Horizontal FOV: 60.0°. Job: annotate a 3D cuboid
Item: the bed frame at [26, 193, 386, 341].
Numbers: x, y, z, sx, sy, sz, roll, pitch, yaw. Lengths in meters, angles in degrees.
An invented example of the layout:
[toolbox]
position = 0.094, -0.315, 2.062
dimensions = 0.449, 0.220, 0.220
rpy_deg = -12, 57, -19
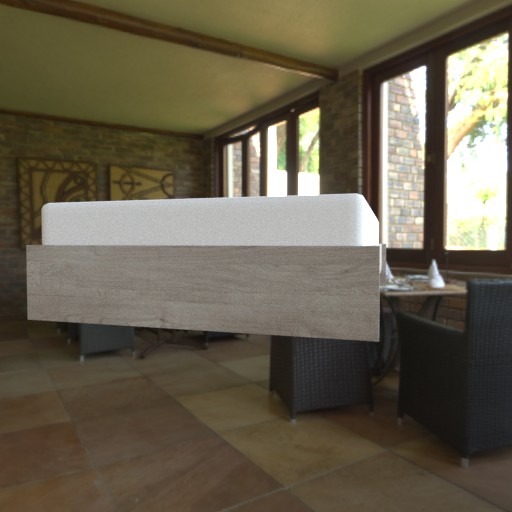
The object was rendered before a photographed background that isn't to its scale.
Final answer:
[bed frame]
position = 0.000, 0.000, 2.602
dimensions = 1.445, 0.497, 1.945
rpy_deg = 1, 2, 17
